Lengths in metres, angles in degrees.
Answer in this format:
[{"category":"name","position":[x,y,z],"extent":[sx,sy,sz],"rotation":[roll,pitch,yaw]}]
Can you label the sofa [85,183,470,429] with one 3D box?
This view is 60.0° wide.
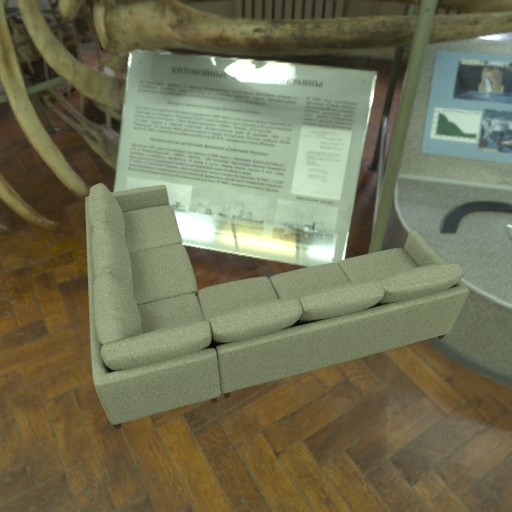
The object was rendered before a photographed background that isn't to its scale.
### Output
[{"category":"sofa","position":[0.000,0.000,4.654],"extent":[3.302,0.947,2.593],"rotation":[-12,43,-13]}]
